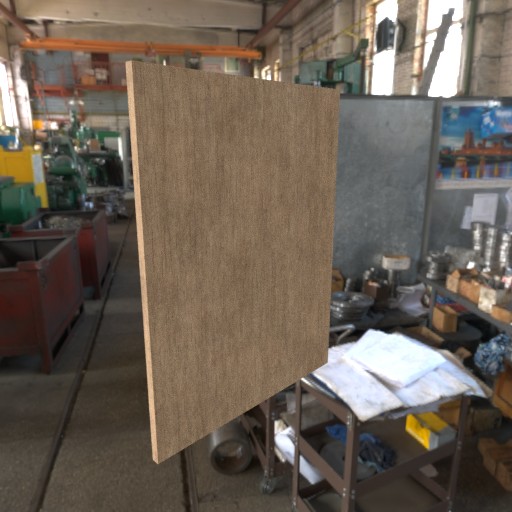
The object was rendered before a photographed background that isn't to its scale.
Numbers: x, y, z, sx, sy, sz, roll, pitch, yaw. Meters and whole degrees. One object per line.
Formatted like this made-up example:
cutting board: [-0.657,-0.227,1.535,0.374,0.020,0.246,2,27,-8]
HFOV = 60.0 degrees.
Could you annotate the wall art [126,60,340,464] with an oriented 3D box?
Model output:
wall art: [0.000,0.000,0.917,0.018,0.686,0.534,14,20,42]
